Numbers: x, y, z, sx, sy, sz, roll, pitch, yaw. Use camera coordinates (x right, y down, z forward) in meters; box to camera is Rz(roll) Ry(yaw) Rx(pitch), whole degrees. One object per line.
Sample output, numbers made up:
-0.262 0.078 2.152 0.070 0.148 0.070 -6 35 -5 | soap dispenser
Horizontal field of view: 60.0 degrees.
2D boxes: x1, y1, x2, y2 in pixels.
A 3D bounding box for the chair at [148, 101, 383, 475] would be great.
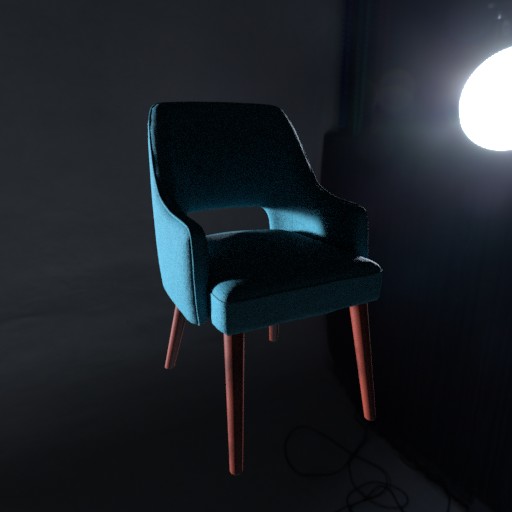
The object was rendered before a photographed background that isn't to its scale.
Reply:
0.000 0.000 1.263 0.548 0.849 0.605 -9 19 -27 | chair
